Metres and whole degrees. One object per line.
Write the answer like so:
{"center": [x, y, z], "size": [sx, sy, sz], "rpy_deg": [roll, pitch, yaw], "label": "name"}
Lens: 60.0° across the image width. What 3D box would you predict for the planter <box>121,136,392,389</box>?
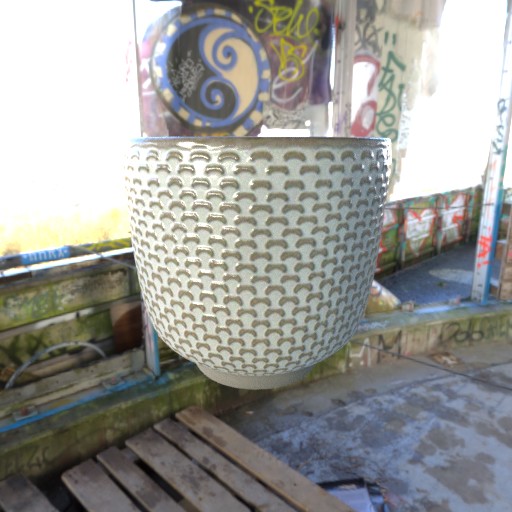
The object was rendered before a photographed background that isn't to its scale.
{"center": [0.000, 0.000, 0.311], "size": [0.173, 0.160, 0.173], "rpy_deg": [0, 14, 0], "label": "planter"}
